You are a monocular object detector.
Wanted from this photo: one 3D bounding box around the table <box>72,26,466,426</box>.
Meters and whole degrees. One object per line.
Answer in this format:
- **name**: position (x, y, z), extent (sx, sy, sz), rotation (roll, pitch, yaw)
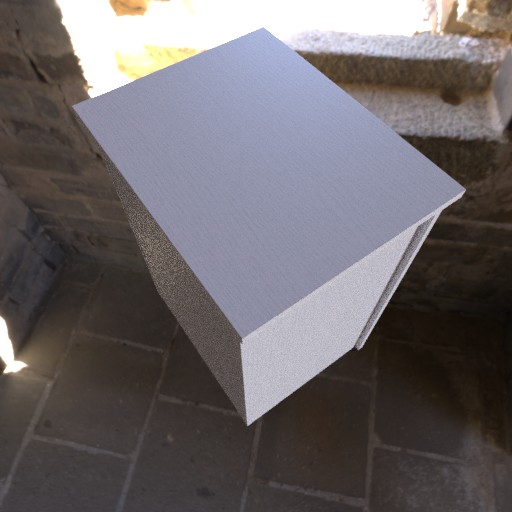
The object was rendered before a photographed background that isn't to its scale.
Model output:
- **table**: position (0.000, 0.000, 0.932), extent (0.381, 0.635, 0.480), rotation (-31, 63, -18)
